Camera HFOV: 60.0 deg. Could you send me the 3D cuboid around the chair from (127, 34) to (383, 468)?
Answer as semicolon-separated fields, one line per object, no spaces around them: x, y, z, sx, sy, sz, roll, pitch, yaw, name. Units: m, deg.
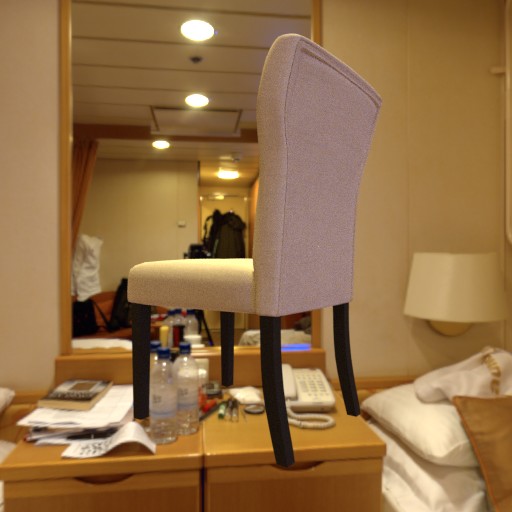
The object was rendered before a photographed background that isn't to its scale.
0.000;0.000;1.255;0.597;0.921;0.509;0;0;36;chair
